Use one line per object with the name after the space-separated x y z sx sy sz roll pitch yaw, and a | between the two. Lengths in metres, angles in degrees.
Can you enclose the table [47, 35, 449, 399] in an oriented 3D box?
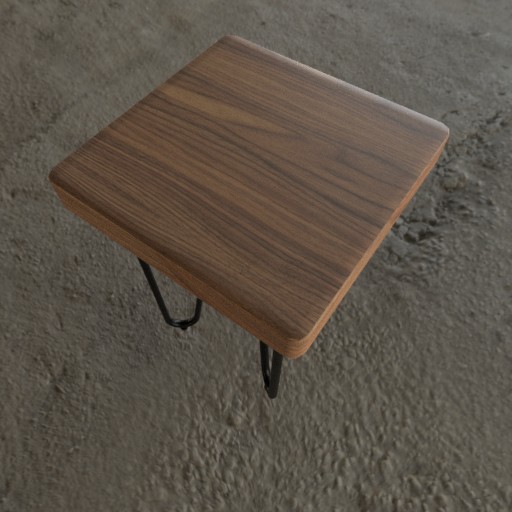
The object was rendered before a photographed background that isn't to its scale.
0.000 0.000 0.989 0.480 0.641 0.479 31 63 18 | table
